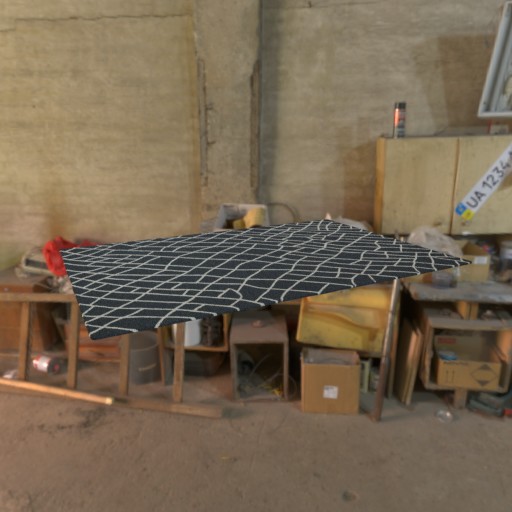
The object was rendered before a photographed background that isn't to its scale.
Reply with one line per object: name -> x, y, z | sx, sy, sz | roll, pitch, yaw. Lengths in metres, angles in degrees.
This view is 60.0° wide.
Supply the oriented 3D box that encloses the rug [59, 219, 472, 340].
rug -> 0.000, 0.000, 2.342 | 1.830, 0.013, 1.223 | -8, 18, -26
